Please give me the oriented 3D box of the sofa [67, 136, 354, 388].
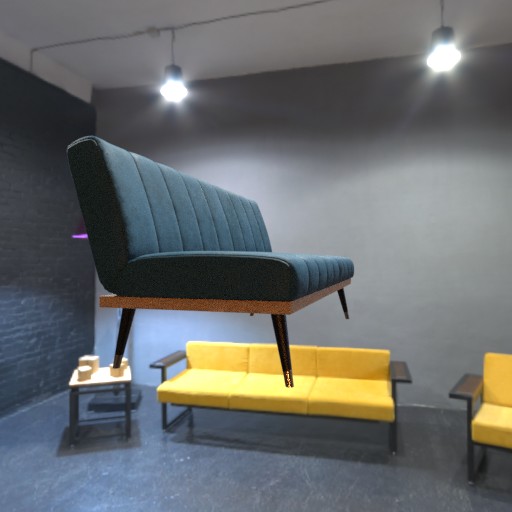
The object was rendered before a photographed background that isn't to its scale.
[{"bbox_3d":[0.000,0.000,2.277,0.830,0.825,1.810,0,0,18],"label":"sofa"}]
